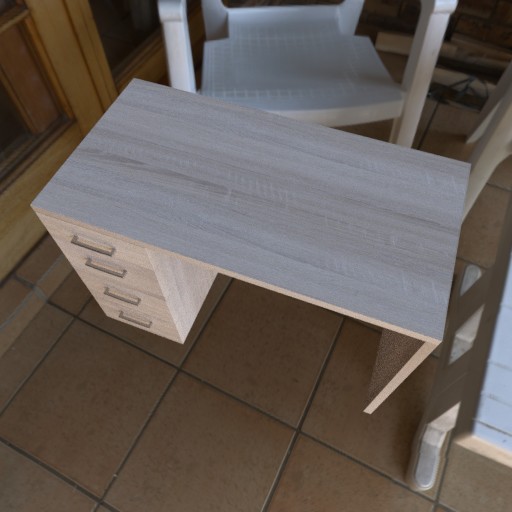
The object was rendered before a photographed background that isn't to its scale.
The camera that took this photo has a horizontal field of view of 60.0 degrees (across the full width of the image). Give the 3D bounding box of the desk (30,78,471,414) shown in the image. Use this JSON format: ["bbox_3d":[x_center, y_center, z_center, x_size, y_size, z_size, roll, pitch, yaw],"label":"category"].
[{"bbox_3d":[0.000,0.000,1.543,1.100,0.731,0.600,18,60,11],"label":"desk"}]
